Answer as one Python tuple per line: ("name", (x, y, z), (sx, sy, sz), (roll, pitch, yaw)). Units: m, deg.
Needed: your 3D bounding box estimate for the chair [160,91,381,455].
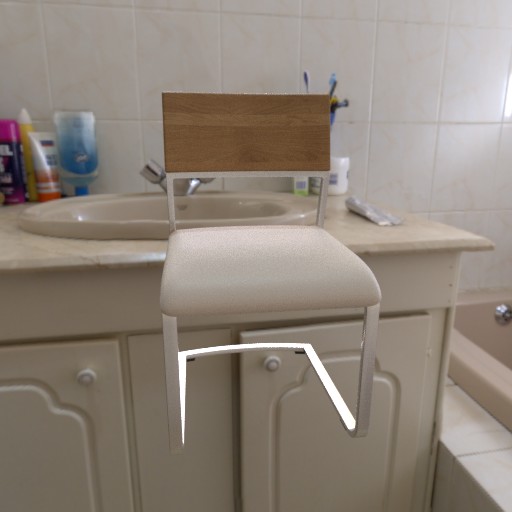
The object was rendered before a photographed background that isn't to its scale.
("chair", (0.000, 0.000, 1.171), (0.467, 0.844, 0.585), (-2, 15, -8))
